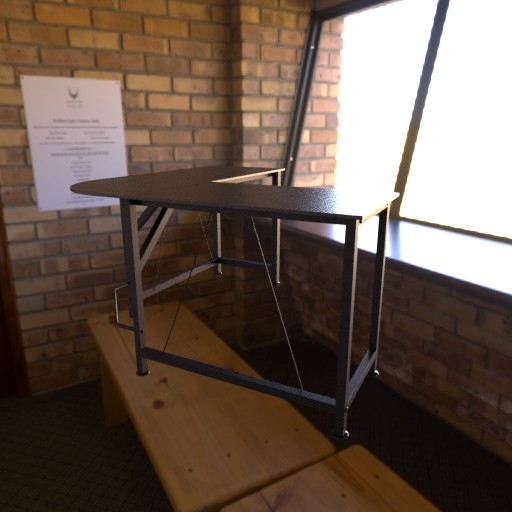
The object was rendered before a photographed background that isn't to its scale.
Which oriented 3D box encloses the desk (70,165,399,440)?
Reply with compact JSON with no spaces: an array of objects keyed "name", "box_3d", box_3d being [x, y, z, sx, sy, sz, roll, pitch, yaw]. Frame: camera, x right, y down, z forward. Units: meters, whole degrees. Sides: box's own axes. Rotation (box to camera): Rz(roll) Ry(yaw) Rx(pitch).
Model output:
[{"name":"desk","box_3d":[0.000,0.000,2.243,1.400,0.762,1.400,8,18,26]}]
